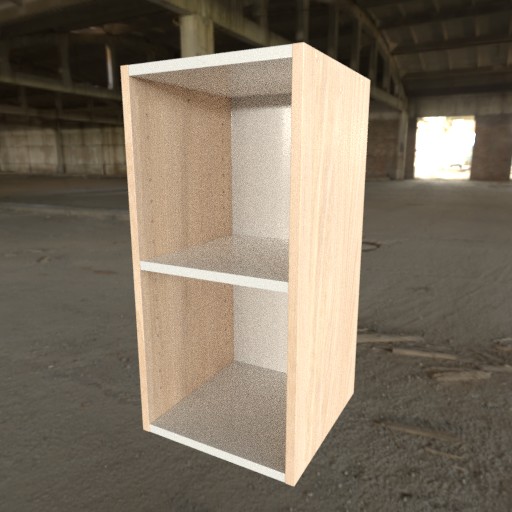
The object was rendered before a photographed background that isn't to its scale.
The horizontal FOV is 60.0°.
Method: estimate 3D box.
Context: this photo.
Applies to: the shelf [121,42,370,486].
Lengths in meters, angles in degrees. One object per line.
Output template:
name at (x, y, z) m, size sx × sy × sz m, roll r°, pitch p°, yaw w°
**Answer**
shelf at (0.000, 0.000, 0.769) m, size 0.290 × 0.594 × 0.297 m, roll 7°, pitch 14°, yaw 28°
